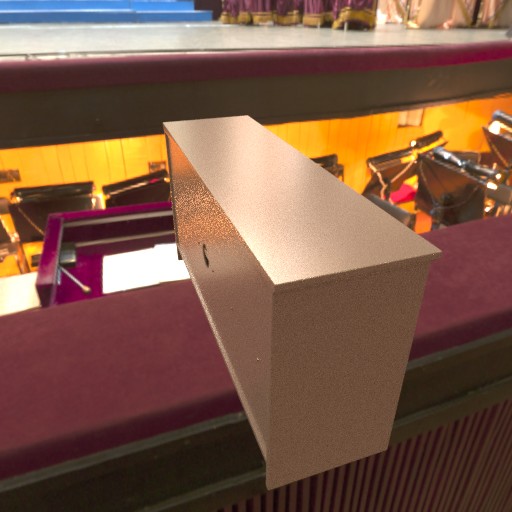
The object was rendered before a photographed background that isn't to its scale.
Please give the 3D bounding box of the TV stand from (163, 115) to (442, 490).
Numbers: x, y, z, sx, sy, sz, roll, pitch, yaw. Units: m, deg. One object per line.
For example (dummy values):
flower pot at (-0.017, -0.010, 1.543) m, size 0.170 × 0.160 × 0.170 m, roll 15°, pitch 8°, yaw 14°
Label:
TV stand at (0.000, 0.000, 1.423) m, size 0.344 × 0.603 × 1.167 m, roll -10°, pitch 32°, yaw -17°
